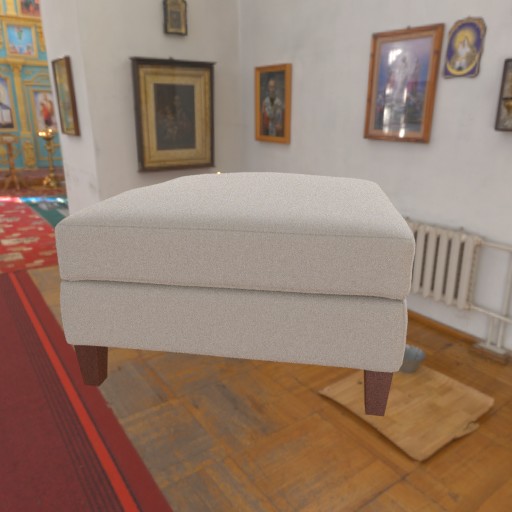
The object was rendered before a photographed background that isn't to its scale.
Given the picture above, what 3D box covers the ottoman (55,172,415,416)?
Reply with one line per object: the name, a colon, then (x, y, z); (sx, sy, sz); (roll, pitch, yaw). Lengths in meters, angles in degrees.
ottoman: (0.000, 0.000, 1.460); (0.836, 0.492, 0.976); (3, 16, 9)
